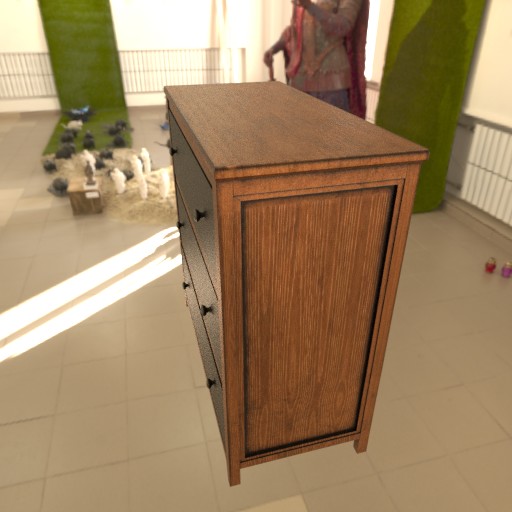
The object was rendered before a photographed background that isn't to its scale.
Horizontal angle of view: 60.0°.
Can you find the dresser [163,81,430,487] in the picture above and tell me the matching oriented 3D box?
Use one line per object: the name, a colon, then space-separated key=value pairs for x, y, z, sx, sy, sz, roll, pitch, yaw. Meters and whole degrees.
dresser: x=0.000 y=0.000 z=1.903 sx=0.591 sy=1.224 sz=1.250 roll=-8 pitch=30 yaw=-14
